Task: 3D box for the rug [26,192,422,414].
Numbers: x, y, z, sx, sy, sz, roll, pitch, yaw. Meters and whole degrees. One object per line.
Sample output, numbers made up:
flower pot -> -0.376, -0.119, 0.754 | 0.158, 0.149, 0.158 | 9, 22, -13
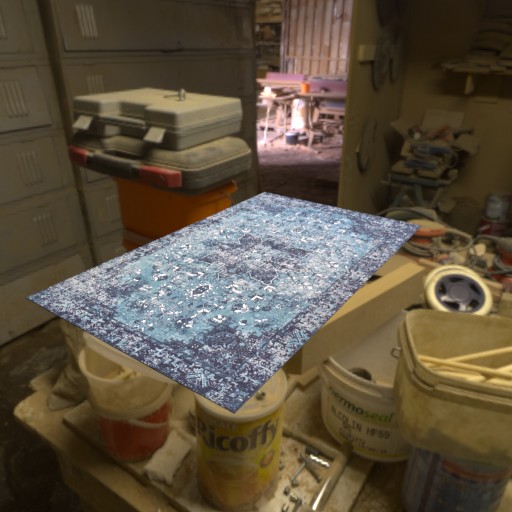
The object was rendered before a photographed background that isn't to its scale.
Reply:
rug -> 0.000, 0.000, 3.046 | 1.525, 0.007, 2.440 | 17, 31, 31
